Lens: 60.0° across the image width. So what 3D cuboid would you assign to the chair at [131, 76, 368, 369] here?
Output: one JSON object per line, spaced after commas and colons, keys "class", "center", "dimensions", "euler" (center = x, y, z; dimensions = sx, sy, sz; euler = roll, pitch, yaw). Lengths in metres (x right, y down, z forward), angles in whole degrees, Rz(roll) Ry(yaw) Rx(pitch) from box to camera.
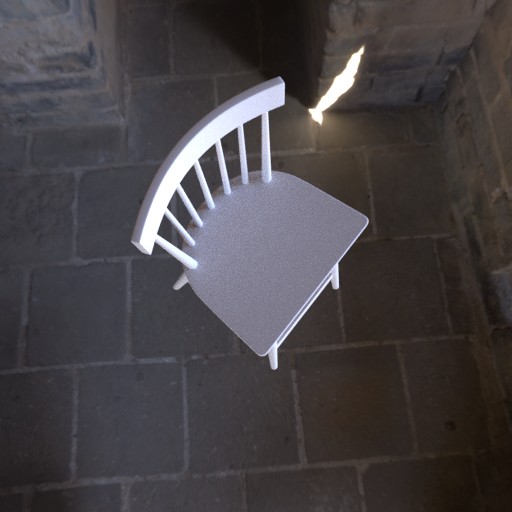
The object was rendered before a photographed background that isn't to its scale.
{"class": "chair", "center": [0.000, 0.000, 1.417], "dimensions": [0.572, 1.092, 0.483], "euler": [38, 79, 9]}
